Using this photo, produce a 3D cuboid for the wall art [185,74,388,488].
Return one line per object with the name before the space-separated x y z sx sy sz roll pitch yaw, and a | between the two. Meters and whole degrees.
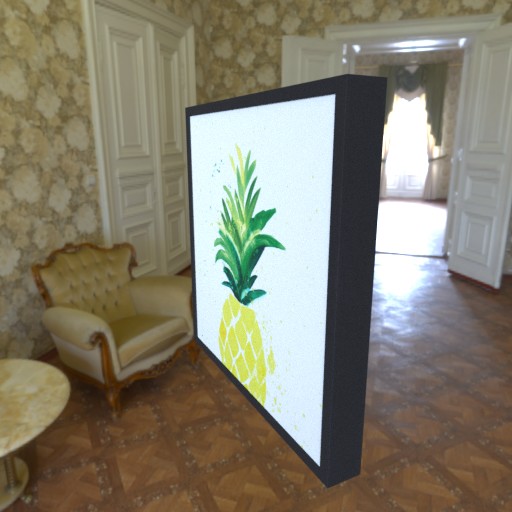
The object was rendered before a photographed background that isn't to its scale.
wall art | 0.000 0.000 0.449 0.033 0.304 0.305 -7 16 -27
